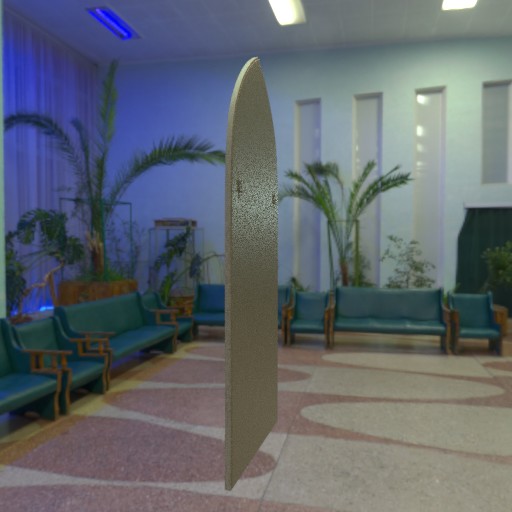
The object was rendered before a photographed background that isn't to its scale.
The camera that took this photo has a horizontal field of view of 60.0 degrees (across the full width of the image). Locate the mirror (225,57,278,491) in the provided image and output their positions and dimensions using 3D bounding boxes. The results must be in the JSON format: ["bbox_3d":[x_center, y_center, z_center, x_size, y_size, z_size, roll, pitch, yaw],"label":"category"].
[{"bbox_3d":[0.000,0.000,1.326,0.025,1.175,0.464,0,2,17],"label":"mirror"}]
